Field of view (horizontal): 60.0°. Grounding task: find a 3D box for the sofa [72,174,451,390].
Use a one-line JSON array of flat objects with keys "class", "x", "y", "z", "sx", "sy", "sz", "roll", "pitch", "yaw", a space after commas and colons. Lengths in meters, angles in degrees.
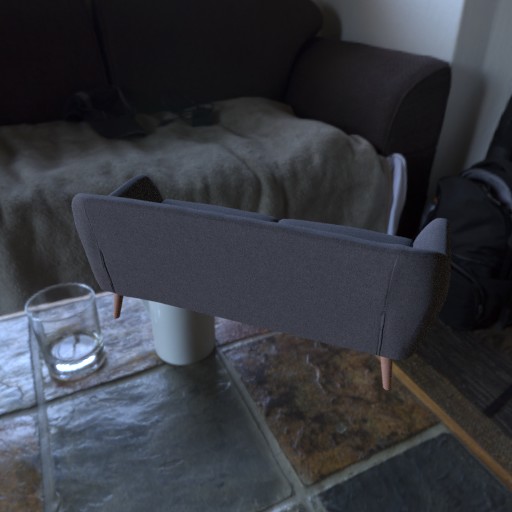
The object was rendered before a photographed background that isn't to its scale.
[{"class": "sofa", "x": 0.000, "y": 0.000, "z": 2.295, "sx": 1.840, "sy": 0.820, "sz": 0.820, "roll": 11, "pitch": 34, "yaw": 17}]
